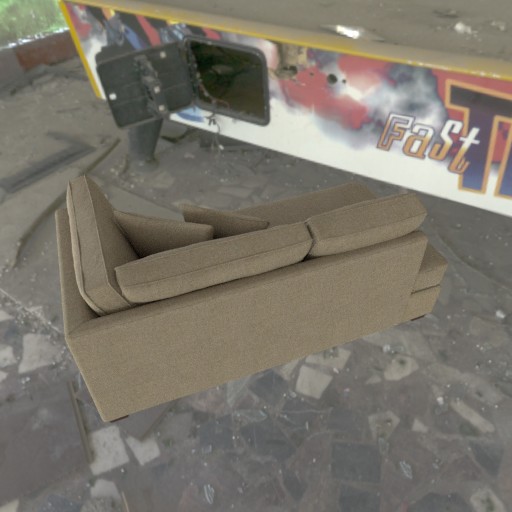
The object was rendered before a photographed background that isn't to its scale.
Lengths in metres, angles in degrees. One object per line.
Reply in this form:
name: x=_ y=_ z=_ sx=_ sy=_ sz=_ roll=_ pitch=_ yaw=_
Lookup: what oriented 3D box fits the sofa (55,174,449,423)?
sofa: x=0.000 y=0.000 z=2.843 sx=2.238 sy=1.019 sz=1.110 roll=-15 pitch=44 yaw=-16
